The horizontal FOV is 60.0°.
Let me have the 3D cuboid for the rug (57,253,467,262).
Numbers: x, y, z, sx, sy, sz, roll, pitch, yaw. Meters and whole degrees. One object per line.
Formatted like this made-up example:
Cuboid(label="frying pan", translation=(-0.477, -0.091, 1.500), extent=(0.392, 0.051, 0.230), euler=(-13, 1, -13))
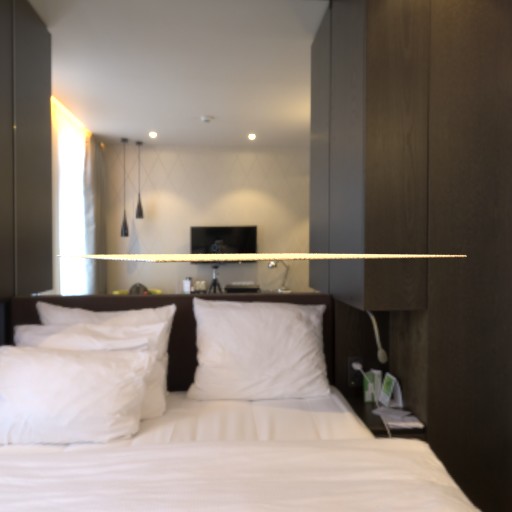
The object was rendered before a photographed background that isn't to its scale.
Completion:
Cuboid(label="rug", translation=(0.000, 0.000, 4.220), extent=(3.049, 0.015, 2.457), euler=(-1, 1, -35))
